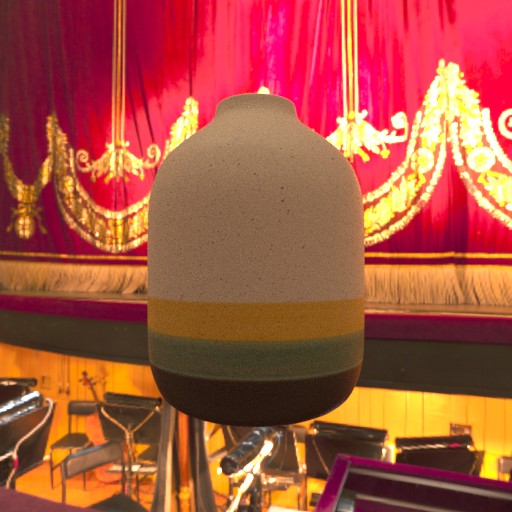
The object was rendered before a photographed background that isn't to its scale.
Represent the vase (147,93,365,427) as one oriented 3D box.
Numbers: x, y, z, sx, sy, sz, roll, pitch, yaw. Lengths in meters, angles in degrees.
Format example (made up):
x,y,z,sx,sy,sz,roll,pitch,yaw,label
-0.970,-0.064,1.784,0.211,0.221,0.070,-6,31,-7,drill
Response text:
x,y,z,sx,sy,sz,roll,pitch,yaw,label
0.000,0.000,0.356,0.169,0.240,0.169,0,-1,0,vase
